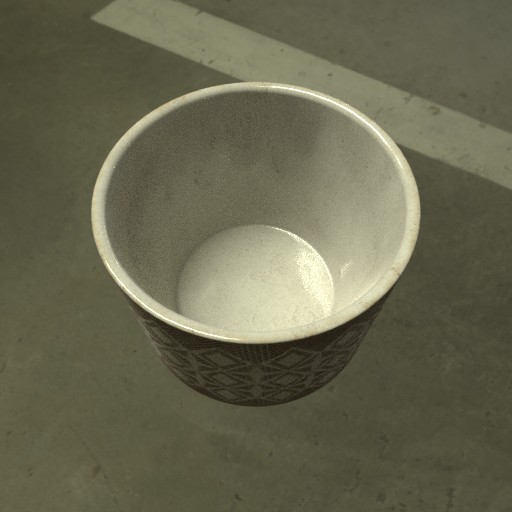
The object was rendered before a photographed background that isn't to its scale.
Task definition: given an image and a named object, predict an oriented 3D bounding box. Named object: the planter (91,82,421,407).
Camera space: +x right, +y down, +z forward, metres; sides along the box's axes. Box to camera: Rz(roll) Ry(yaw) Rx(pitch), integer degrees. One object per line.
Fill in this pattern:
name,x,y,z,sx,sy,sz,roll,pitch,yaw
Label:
planter,0.000,0.000,0.217,0.126,0.104,0.126,0,59,0
